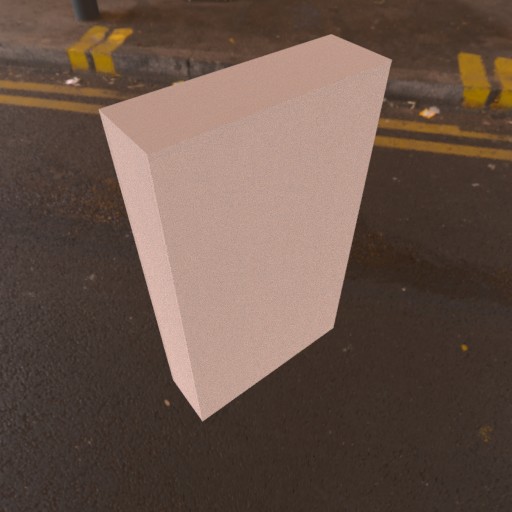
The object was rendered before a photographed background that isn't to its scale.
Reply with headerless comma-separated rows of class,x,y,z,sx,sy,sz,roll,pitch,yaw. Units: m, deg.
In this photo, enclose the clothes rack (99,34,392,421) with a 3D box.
clothes rack,0.000,0.000,1.586,0.750,1.280,0.250,-29,53,-25
